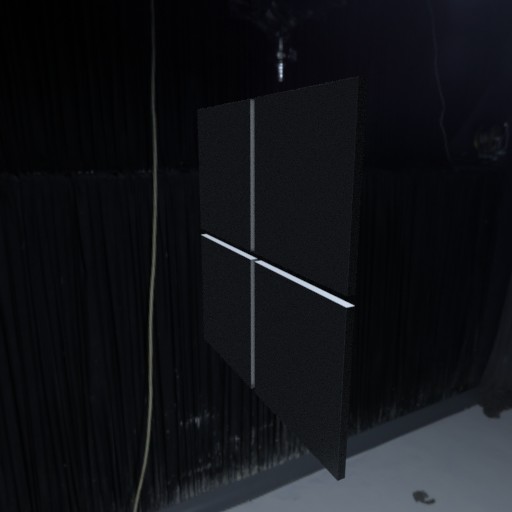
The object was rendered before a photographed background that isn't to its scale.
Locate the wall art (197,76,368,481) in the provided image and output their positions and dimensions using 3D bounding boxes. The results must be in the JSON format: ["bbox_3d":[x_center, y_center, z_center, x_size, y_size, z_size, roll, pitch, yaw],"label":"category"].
[{"bbox_3d":[0.000,0.000,1.664,0.029,1.118,1.118,-7,16,-26],"label":"wall art"}]
